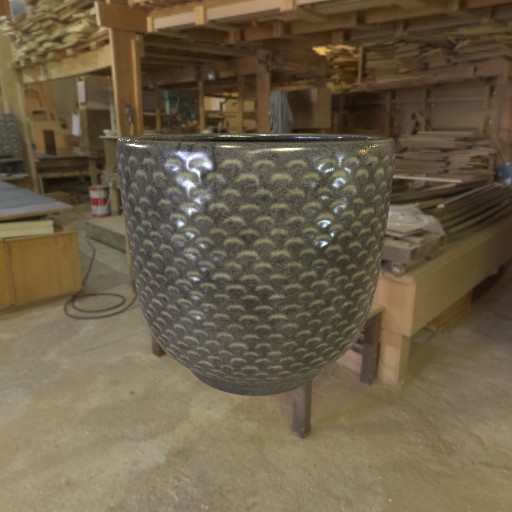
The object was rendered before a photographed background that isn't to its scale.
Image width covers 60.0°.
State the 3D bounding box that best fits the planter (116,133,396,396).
[{"bbox_3d":[0.000,0.000,0.248,0.140,0.129,0.140,0,17,0],"label":"planter"}]
